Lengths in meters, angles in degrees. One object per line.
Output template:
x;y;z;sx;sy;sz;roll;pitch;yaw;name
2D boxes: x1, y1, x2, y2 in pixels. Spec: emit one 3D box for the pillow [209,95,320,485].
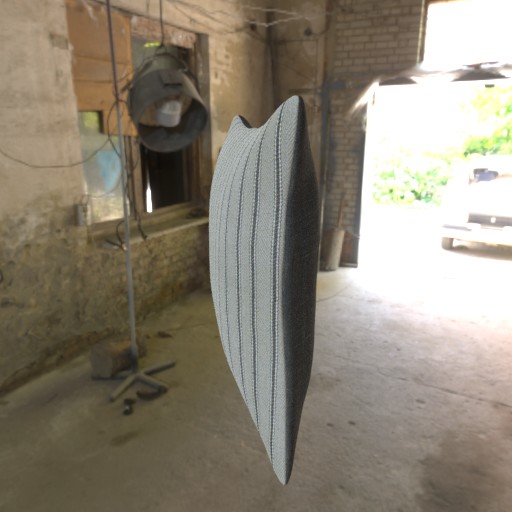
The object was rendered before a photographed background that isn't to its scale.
0.000;0.000;0.694;0.138;0.444;0.468;-3;16;-9;pillow
